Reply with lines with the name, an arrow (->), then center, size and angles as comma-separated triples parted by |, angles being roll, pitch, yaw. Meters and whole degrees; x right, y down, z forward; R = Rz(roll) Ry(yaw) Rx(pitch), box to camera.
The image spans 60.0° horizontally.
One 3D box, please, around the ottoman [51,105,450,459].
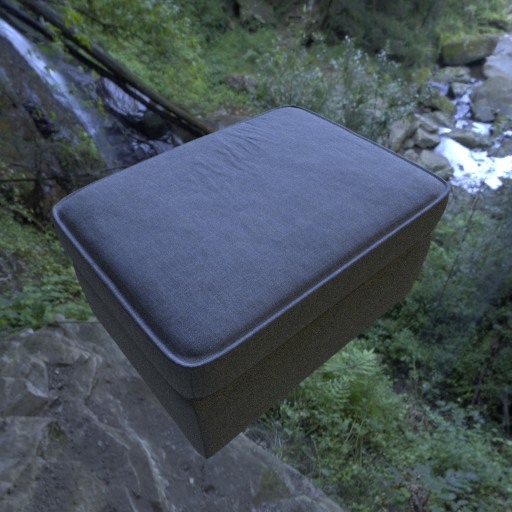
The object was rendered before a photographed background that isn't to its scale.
ottoman -> 0.000, 0.000, 1.109 | 0.762, 0.457, 0.559 | -31, 53, -27
